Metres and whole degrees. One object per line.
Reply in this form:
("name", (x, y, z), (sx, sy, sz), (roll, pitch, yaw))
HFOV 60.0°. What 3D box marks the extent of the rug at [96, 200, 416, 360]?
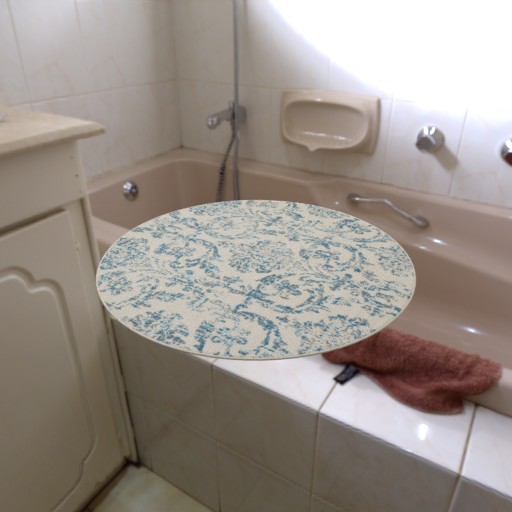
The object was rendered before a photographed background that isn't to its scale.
("rug", (0.000, 0.000, 2.313), (1.593, 0.012, 1.593), (0, 28, 0))
